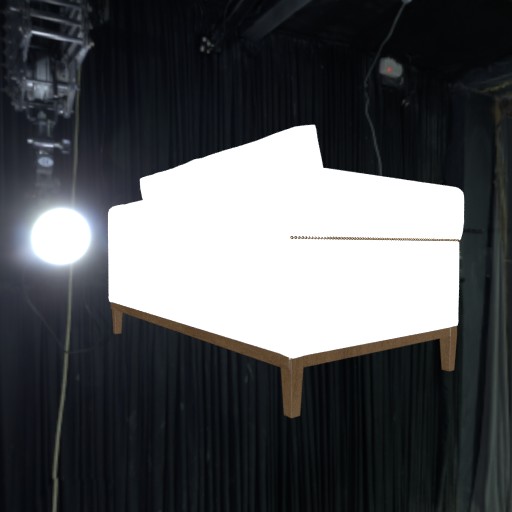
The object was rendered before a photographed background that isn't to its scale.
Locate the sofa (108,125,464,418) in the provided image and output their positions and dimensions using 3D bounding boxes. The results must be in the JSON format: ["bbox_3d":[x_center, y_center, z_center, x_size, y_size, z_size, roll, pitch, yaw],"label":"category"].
[{"bbox_3d":[0.000,0.000,2.096,0.905,0.873,1.598,-1,1,-36],"label":"sofa"}]
